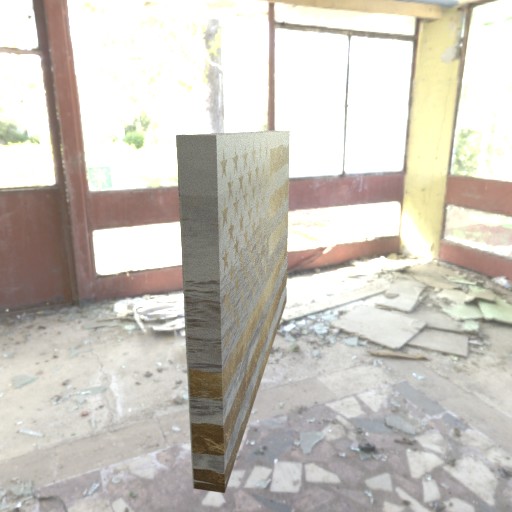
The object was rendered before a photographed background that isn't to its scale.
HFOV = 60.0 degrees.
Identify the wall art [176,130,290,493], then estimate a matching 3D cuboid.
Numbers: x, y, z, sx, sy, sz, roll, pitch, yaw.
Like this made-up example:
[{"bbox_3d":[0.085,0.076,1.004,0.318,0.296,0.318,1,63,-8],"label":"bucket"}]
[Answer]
[{"bbox_3d":[0.000,0.000,0.754,0.041,0.407,0.606,3,16,10],"label":"wall art"}]
